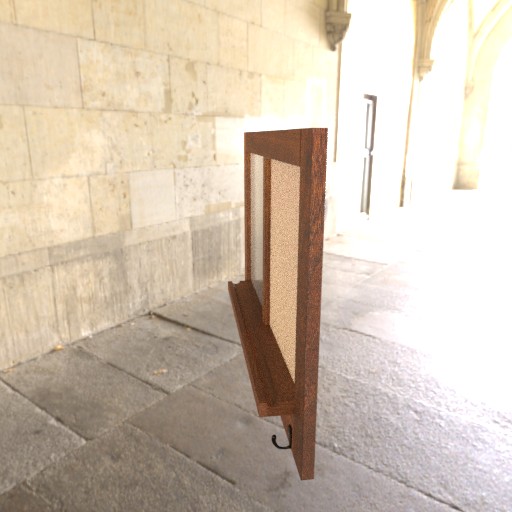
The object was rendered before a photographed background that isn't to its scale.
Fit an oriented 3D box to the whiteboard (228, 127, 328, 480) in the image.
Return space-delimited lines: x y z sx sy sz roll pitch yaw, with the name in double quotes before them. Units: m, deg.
"whiteboard" 0.000 0.000 1.028 0.083 0.559 0.783 -2 15 -8
